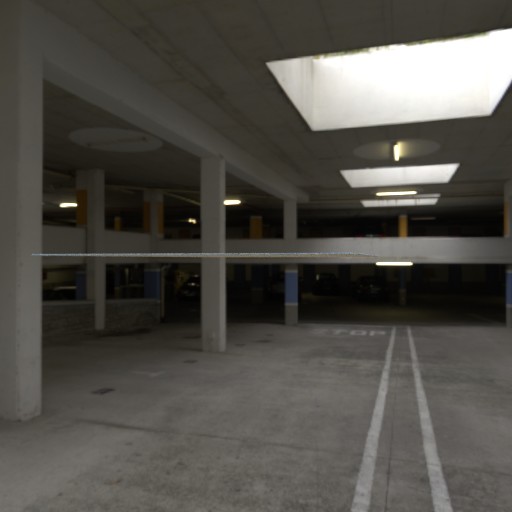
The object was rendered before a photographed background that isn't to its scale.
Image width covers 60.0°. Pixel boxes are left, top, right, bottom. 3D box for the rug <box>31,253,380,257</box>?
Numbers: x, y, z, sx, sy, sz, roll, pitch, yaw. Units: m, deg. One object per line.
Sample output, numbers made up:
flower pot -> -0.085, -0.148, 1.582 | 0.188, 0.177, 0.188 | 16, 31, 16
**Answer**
rug -> 0.000, 0.000, 2.972 | 1.522, 0.006, 2.286 | 0, 0, 18
